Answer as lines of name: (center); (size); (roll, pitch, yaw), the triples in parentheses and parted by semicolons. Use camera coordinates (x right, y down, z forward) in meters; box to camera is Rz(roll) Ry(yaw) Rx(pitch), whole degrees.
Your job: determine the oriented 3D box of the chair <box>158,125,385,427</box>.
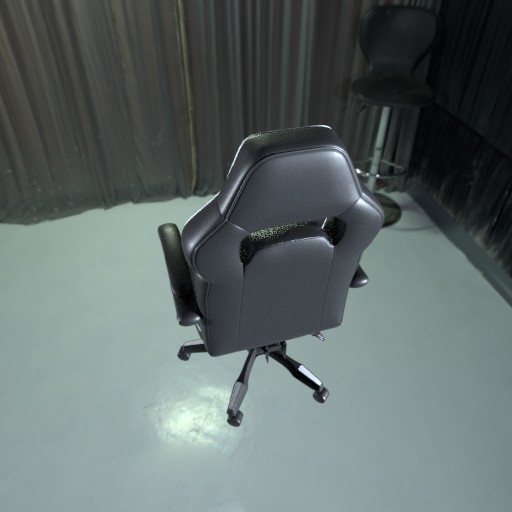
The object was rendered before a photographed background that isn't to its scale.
chair: (0.000, 0.000, 1.612); (0.676, 1.200, 0.700); (-11, 42, -13)
